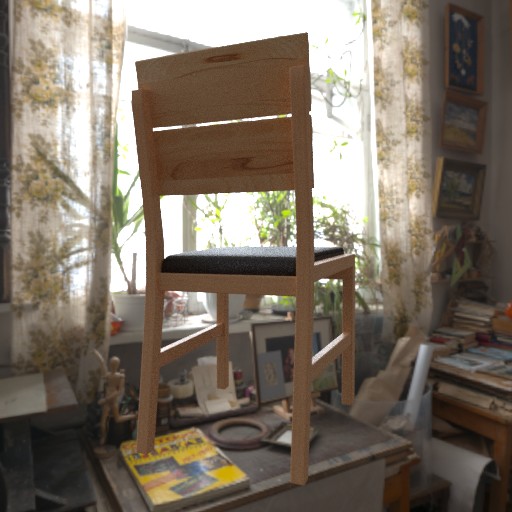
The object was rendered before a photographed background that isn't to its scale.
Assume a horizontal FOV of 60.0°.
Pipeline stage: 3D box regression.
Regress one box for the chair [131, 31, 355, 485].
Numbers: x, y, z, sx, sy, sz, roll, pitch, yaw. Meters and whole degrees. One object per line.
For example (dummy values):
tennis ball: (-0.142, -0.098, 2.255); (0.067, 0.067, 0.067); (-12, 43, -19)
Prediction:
chair: (0.000, 0.000, 1.247); (0.475, 0.950, 0.560); (1, 2, 21)
